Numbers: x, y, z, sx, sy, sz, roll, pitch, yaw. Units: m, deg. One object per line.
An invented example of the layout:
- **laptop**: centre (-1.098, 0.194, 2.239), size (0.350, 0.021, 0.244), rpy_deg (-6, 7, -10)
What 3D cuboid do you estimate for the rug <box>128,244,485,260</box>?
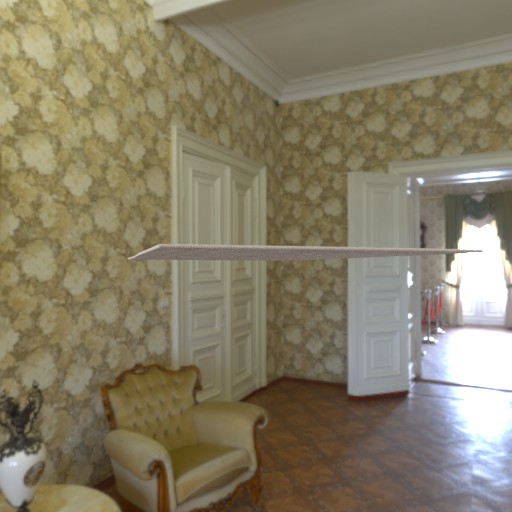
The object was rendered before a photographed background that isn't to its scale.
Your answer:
- **rug**: centre (0.000, 0.000, 2.930), size (1.528, 0.014, 2.294), rpy_deg (1, -2, -19)
